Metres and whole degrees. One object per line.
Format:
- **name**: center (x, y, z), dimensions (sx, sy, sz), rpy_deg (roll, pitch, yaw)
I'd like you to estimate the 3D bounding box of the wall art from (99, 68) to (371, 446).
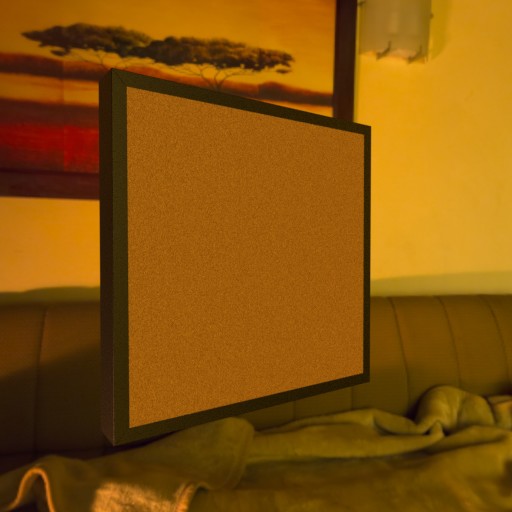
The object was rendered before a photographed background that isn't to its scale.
- **wall art**: center (0.000, 0.000, 0.456), dimensions (0.304, 0.304, 0.038), rpy_deg (-1, 1, -34)
